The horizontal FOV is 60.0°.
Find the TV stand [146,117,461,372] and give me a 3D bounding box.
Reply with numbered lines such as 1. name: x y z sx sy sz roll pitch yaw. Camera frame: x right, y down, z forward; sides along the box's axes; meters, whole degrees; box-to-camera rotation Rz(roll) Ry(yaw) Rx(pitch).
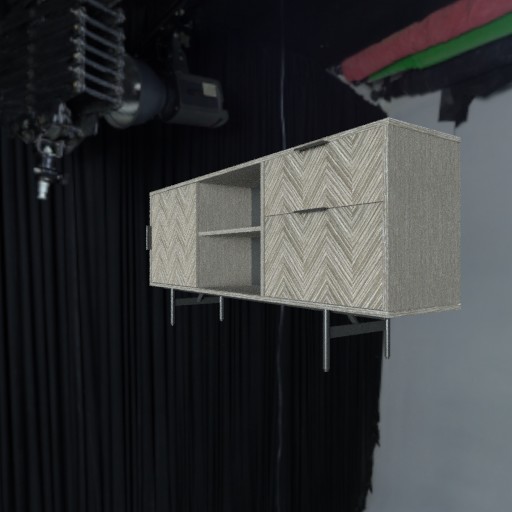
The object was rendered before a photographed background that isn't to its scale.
1. TV stand: 0.000 0.000 2.101 0.405 0.787 1.804 0 0 -35
